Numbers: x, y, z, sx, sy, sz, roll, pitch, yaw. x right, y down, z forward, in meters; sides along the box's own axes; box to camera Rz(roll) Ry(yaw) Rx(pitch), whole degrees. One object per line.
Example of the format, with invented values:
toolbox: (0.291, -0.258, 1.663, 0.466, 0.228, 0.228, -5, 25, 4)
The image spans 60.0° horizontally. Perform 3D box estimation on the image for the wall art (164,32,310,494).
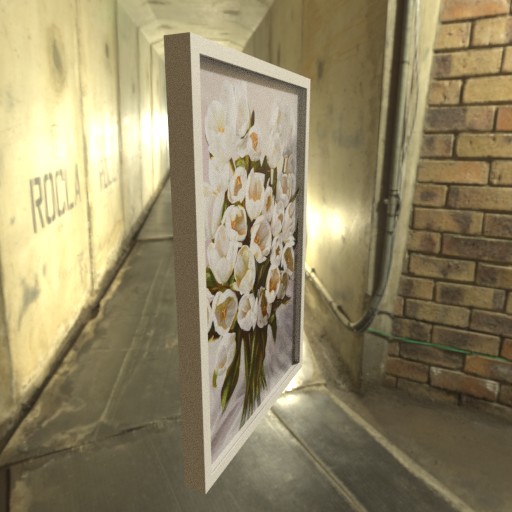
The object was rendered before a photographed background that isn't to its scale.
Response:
wall art: (0.000, 0.000, 0.813, 0.038, 0.657, 0.450, 7, 16, 24)
